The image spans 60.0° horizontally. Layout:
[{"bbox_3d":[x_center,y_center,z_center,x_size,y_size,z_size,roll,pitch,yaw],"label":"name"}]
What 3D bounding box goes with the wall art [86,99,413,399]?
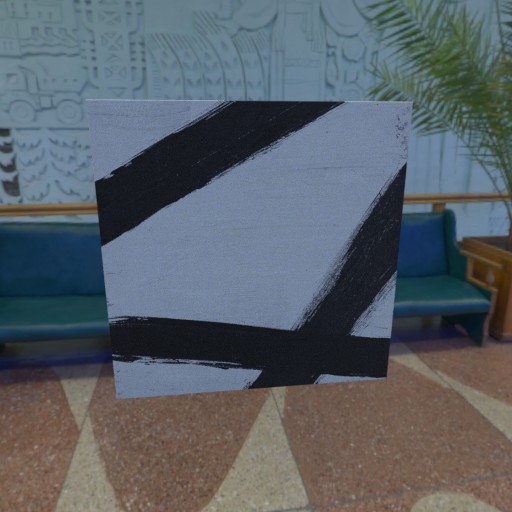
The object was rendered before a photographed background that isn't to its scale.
[{"bbox_3d":[0.000,0.000,1.159,0.765,0.765,0.046,-2,17,-7],"label":"wall art"}]
